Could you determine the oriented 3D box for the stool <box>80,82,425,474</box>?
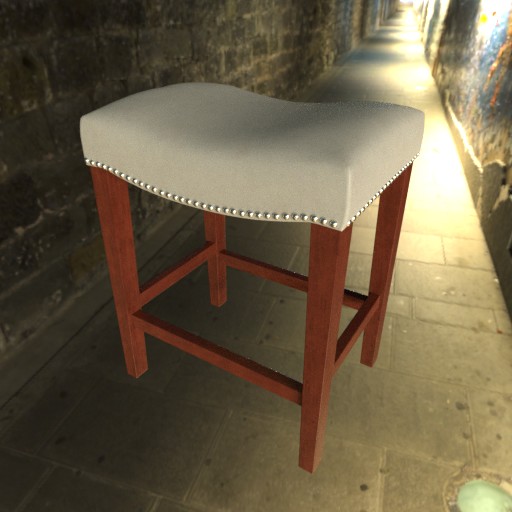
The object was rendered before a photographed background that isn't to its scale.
[{"bbox_3d":[0.000,0.000,0.925,0.509,0.632,0.375,18,35,27],"label":"stool"}]
